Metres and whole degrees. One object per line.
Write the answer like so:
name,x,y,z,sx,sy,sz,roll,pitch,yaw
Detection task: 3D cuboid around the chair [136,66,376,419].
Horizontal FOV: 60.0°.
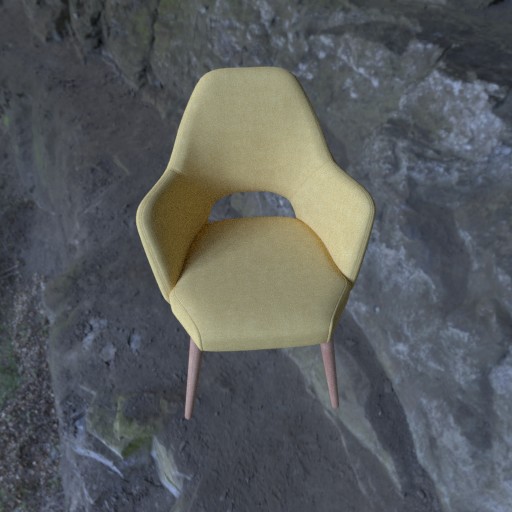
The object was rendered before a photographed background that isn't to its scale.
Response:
chair,0.000,0.000,1.270,0.590,0.840,0.610,-3,46,-3
